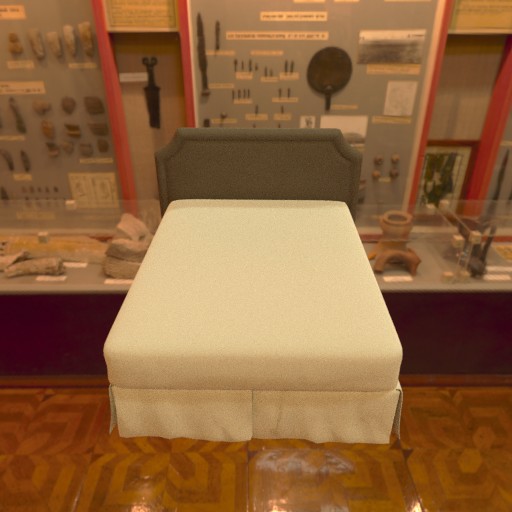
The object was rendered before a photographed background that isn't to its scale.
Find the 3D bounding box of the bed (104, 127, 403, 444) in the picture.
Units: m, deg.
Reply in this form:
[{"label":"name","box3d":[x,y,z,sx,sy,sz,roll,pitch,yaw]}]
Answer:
[{"label":"bed","box3d":[0.000,0.000,3.191,1.831,1.297,2.181,1,30,1]}]
